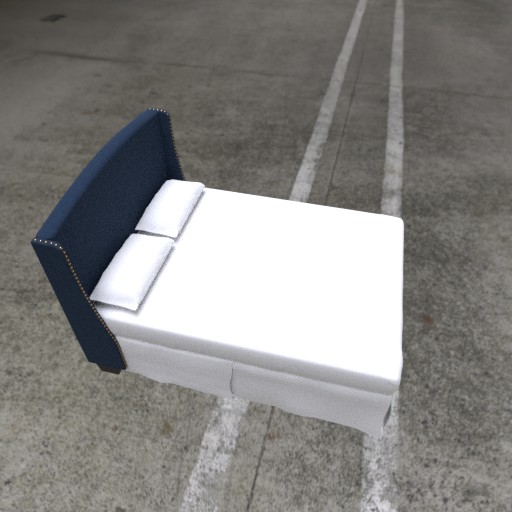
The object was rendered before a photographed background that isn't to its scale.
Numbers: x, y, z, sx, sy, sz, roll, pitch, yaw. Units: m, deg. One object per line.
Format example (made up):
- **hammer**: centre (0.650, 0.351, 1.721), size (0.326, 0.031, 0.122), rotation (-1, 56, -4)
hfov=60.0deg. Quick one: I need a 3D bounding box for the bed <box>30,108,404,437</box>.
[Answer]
- **bed**: centre (0.000, 0.000, 3.212), size (2.223, 1.402, 1.604), rotation (10, 46, 10)
